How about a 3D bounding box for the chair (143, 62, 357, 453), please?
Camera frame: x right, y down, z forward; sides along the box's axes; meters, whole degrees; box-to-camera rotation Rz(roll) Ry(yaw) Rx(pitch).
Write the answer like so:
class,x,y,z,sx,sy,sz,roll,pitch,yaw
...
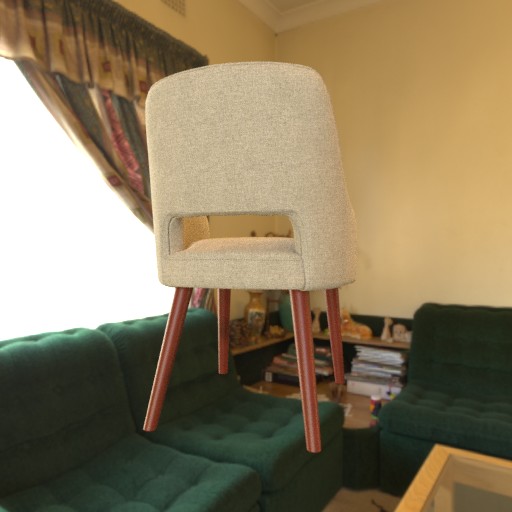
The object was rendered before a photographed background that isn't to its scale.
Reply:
class,x,y,z,sx,sy,sz,roll,pitch,yaw
chair,0.000,0.000,1.257,0.548,0.849,0.605,0,1,16
